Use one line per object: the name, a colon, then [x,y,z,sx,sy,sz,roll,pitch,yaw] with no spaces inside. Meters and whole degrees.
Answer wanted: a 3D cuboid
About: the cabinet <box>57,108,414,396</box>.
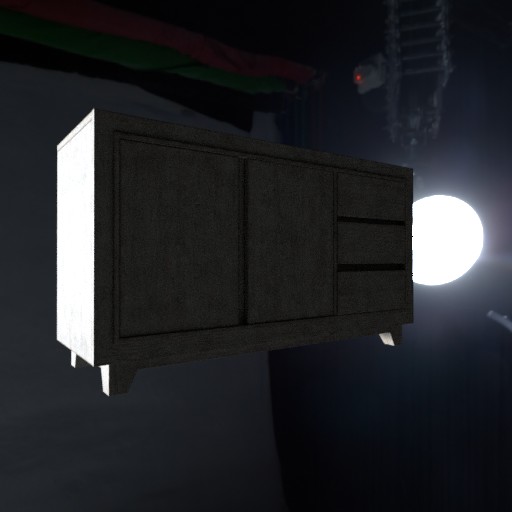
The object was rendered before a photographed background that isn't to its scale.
cabinet: [0.000,0.000,1.867,1.460,0.825,0.511,0,0,-35]
